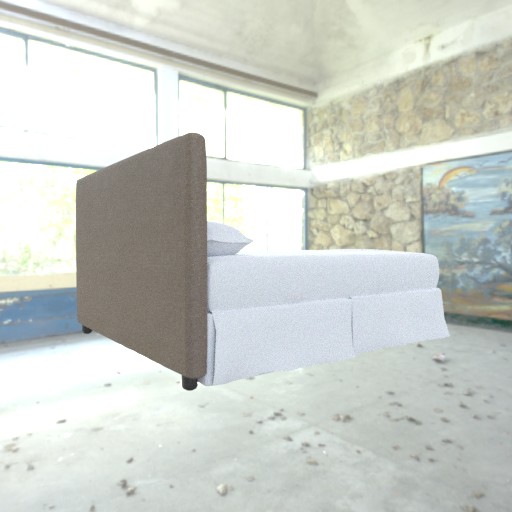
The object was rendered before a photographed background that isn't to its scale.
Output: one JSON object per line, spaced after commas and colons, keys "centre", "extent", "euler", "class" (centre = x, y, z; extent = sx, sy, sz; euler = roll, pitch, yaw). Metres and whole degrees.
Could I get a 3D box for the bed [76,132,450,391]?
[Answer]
{"centre": [0.000, 0.000, 3.656], "extent": [2.341, 1.317, 2.119], "euler": [-1, 2, -37], "class": "bed"}
